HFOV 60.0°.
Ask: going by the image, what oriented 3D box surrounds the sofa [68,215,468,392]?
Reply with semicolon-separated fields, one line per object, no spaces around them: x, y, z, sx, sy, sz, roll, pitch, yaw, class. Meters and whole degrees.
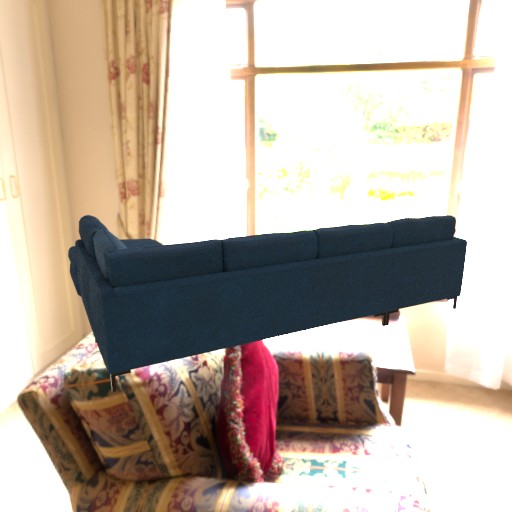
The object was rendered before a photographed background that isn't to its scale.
0.000;0.000;3.307;2.486;0.687;1.707;-7;17;-26;sofa
